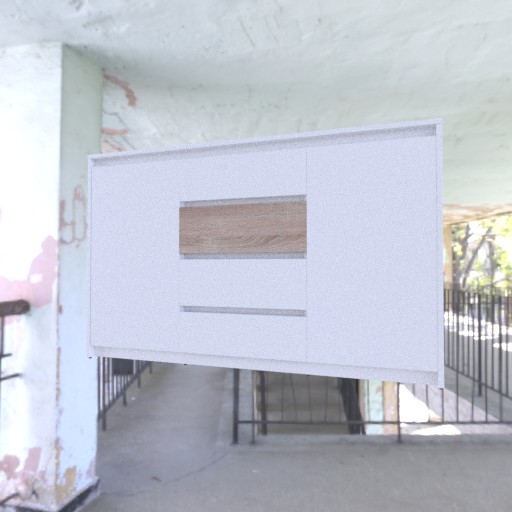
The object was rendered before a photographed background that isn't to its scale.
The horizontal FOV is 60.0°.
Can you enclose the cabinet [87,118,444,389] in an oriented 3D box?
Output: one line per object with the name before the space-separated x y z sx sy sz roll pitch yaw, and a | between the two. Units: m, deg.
cabinet | 0.000 0.000 1.886 1.450 0.900 0.380 0 -1 20
